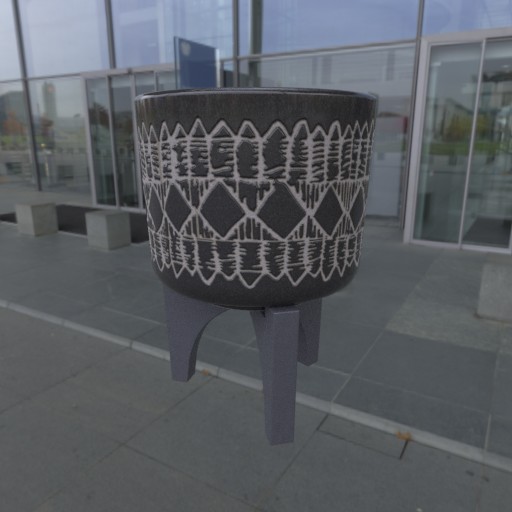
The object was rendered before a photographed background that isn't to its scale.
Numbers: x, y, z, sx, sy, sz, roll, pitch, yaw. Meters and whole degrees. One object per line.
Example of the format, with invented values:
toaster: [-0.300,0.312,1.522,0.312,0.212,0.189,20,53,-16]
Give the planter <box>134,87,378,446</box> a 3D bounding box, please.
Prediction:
planter: [0.000,0.000,0.265,0.129,0.177,0.129,0,15,0]
